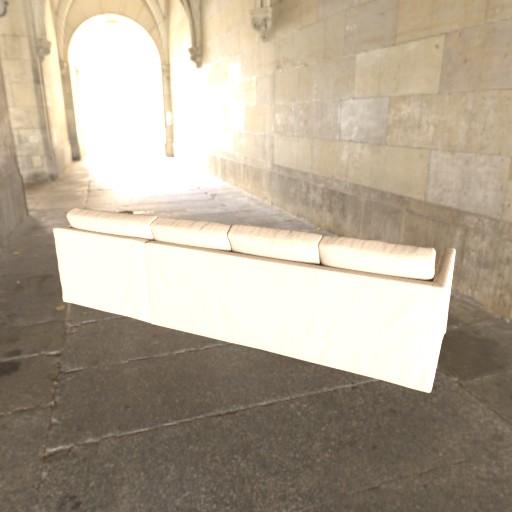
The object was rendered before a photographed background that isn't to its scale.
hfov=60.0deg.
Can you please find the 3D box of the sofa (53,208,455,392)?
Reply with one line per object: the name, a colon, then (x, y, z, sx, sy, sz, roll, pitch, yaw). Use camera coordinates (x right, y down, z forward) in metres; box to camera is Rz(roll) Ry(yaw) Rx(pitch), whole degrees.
sofa: (0.000, 0.000, 3.927, 3.206, 0.871, 1.622, 8, 19, 25)
